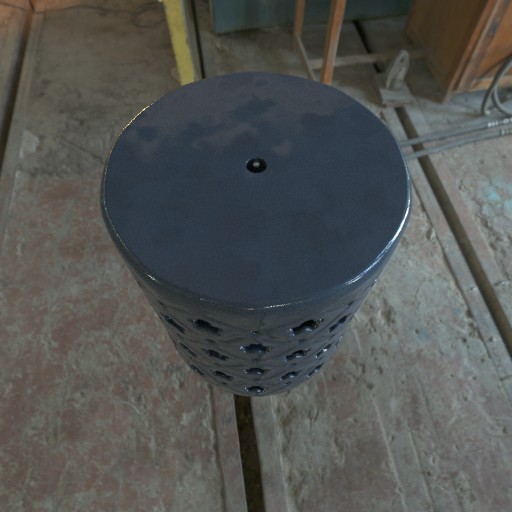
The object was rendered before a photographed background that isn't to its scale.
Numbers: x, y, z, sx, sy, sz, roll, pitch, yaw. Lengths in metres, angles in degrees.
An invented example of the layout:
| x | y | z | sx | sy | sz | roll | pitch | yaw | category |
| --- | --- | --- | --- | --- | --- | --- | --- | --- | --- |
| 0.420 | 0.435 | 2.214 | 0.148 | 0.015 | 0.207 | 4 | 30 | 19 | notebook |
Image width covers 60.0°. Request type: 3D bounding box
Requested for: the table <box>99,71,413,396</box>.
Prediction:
| x | y | z | sx | sy | sz | roll | pitch | yaw | category |
| --- | --- | --- | --- | --- | --- | --- | --- | --- | --- |
| 0.000 | 0.000 | 0.658 | 0.352 | 0.387 | 0.352 | 0 | 58 | 0 | table |
